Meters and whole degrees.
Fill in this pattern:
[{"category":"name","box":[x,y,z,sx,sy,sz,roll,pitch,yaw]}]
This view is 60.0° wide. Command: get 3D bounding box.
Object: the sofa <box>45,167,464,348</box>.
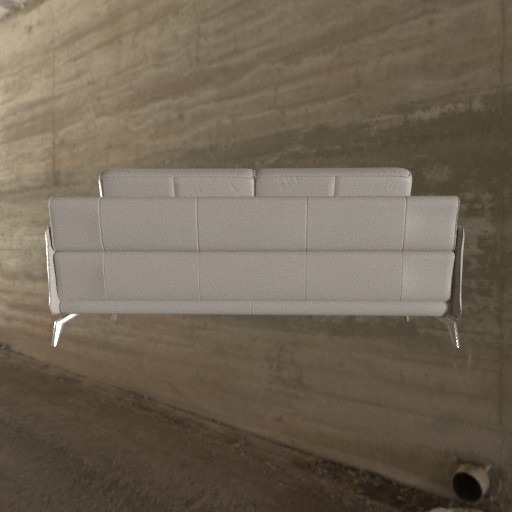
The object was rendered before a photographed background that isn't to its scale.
[{"category":"sofa","box":[0.000,0.000,2.604,2.101,0.930,1.049,0,0,1]}]
